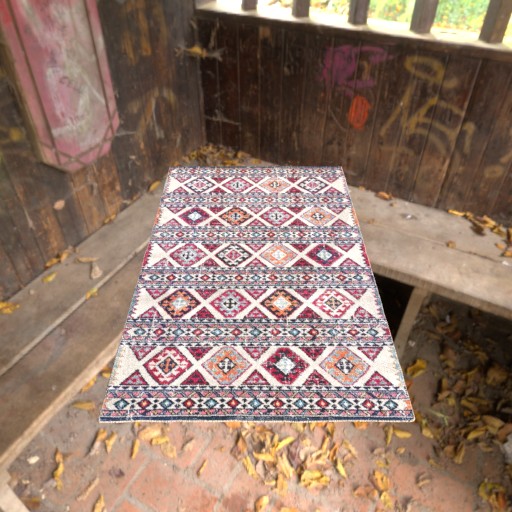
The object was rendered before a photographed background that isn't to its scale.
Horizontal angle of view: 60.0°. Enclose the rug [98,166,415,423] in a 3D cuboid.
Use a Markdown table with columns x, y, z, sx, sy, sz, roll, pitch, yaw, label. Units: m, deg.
| x | y | z | sx | sy | sz | roll | pitch | yaw | label |
| --- | --- | --- | --- | --- | --- | --- | --- | --- | --- |
| 0.000 | 0.000 | 3.054 | 1.545 | 0.010 | 2.440 | 0 | 41 | 0 | rug |
